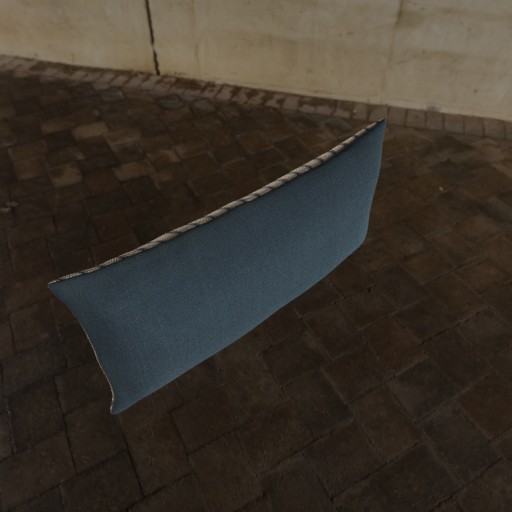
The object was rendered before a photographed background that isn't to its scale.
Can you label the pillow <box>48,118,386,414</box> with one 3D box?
[{"bbox_3d":[0.000,0.000,0.736,0.609,0.305,0.151,-32,53,-28],"label":"pillow"}]
